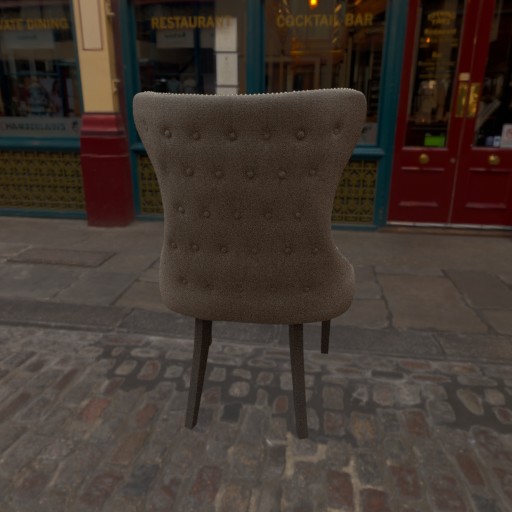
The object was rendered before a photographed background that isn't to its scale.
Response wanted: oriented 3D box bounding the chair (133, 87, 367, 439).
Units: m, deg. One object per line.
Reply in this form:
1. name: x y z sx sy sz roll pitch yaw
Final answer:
1. chair: 0.000 0.000 1.405 0.628 0.967 0.635 2 17 7
